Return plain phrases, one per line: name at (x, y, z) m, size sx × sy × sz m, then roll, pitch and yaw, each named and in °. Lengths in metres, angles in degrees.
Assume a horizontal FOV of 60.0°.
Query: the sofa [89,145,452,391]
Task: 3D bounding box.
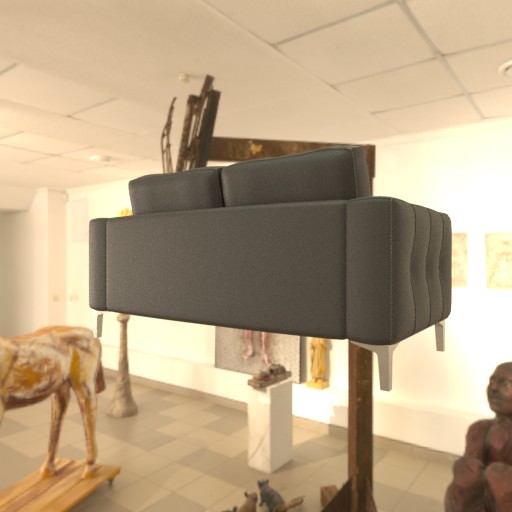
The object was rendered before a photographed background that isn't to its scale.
sofa at (0.000, 0.000, 2.259) m, size 1.726 × 0.893 × 0.833 m, roll 0°, pitch 0°, yaw 36°
